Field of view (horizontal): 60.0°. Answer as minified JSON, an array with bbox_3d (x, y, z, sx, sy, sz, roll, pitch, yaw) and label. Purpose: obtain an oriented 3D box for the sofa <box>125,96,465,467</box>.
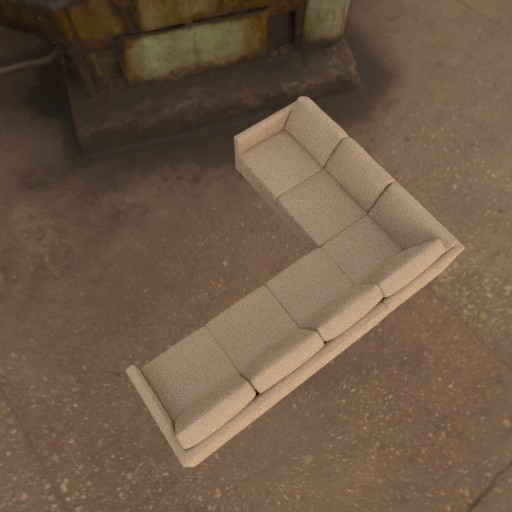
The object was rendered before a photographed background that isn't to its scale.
[{"bbox_3d":[0.000,0.000,4.430,3.182,0.863,2.432,-33,69,-15],"label":"sofa"}]
